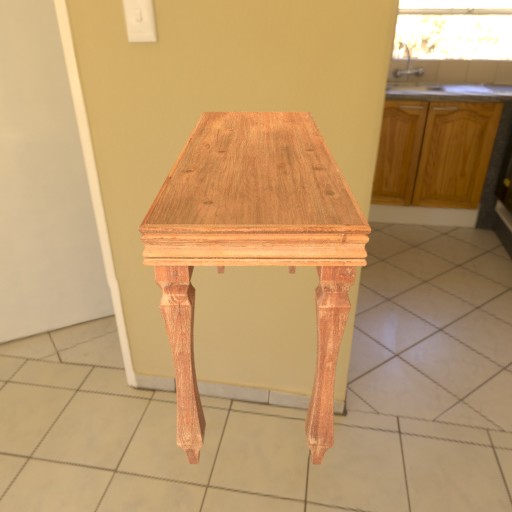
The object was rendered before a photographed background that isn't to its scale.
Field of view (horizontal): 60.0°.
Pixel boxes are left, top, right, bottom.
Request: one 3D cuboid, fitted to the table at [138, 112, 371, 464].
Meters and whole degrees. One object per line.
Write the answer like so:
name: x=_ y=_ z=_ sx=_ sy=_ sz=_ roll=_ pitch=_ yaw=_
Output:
table: x=0.000 y=0.000 z=1.780 sx=0.522 sy=0.873 sz=1.330 roll=0 pitch=29 yaw=0
